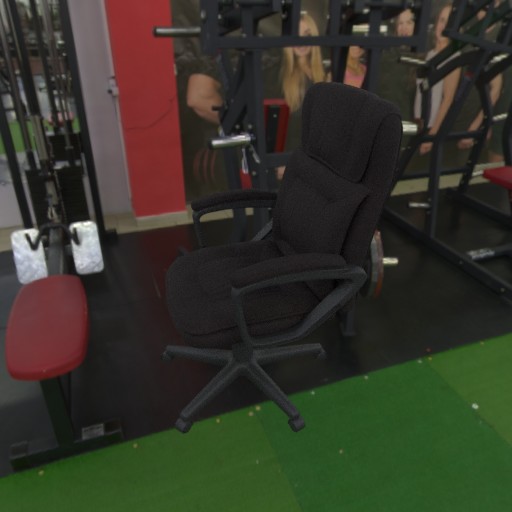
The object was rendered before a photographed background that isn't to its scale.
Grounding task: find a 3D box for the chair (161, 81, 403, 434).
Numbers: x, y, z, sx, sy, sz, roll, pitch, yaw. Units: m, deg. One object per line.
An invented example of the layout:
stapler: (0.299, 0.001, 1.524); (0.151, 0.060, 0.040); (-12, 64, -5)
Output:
chair: (0.000, 0.000, 1.558); (0.724, 1.105, 0.667); (-9, 30, -16)
